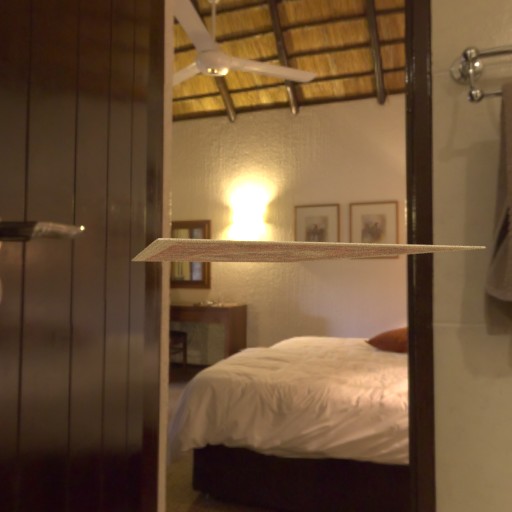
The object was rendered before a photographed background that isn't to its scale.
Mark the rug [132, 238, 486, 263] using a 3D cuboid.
[{"bbox_3d":[0.000,0.000,1.088,0.556,0.004,0.868,1,-3,-18],"label":"rug"}]
